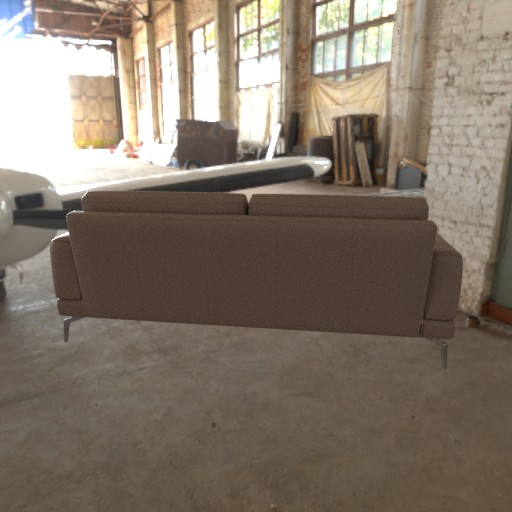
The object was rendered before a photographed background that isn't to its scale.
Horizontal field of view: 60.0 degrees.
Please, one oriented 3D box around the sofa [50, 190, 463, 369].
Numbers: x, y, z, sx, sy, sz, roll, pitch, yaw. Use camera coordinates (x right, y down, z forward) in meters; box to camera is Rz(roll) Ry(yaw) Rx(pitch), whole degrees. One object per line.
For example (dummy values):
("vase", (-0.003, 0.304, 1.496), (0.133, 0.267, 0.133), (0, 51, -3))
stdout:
("sofa", (0.000, 0.000, 2.447), (1.940, 0.765, 0.974), (2, 16, 8))
